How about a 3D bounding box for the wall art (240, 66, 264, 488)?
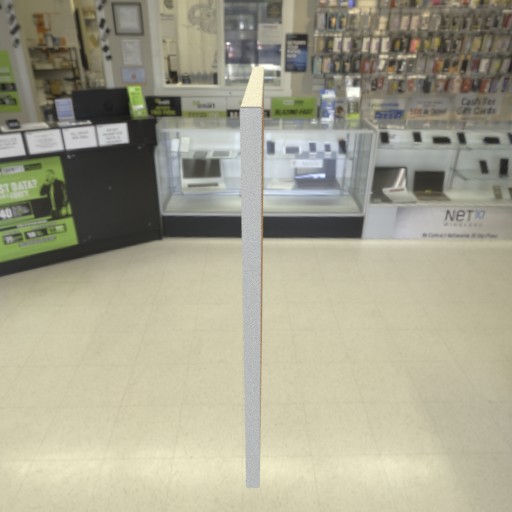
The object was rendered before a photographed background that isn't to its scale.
[{"bbox_3d":[0.000,0.000,0.724,0.020,0.536,0.444,1,27,1],"label":"wall art"}]
